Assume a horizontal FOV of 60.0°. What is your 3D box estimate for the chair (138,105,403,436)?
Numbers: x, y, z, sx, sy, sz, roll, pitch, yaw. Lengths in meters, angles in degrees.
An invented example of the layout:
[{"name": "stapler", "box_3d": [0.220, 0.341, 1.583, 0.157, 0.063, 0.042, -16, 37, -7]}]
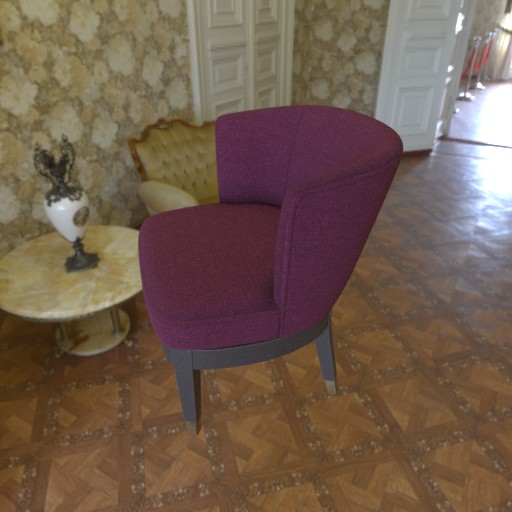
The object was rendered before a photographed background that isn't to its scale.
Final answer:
[{"name": "chair", "box_3d": [0.000, 0.000, 1.295, 0.660, 0.760, 0.700, -8, 30, -14]}]
